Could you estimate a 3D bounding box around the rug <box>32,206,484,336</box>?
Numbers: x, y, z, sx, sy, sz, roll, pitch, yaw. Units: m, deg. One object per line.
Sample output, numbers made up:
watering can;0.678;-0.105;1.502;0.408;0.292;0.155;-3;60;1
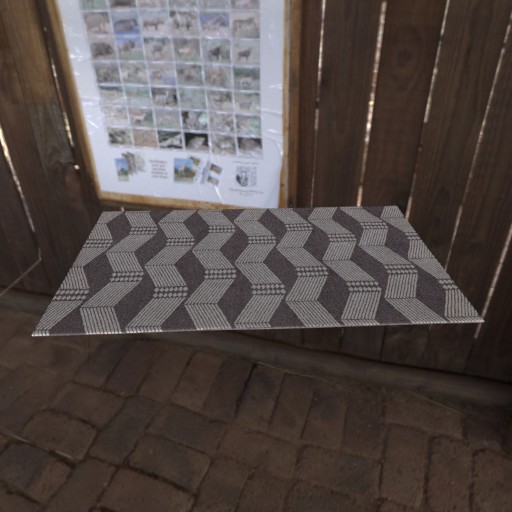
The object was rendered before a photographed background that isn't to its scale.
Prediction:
rug;0.000;0.000;3.027;2.435;0.011;1.517;-1;31;-2
